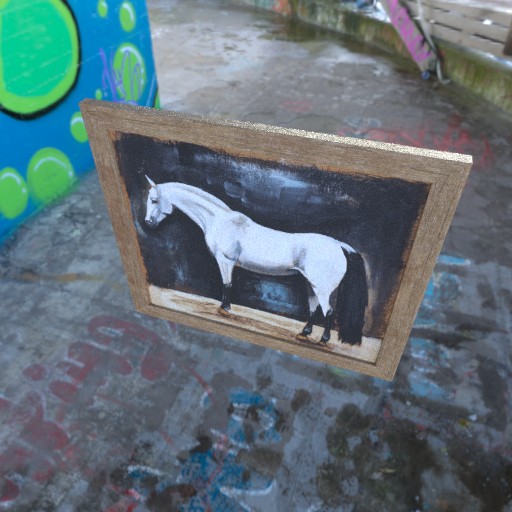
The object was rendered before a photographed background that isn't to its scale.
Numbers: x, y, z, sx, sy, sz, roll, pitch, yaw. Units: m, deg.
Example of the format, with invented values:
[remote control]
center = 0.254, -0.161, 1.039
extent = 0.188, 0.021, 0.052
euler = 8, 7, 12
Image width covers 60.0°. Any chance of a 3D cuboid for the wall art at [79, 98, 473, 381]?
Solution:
[wall art]
center = 0.000, 0.000, 0.948
extent = 0.690, 0.588, 0.026
euler = 13, 43, 14
